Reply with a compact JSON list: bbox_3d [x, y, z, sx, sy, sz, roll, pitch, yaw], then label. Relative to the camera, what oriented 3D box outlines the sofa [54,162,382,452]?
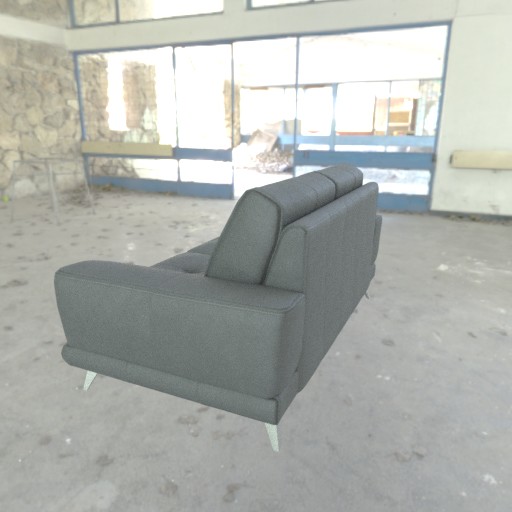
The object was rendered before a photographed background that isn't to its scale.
[{"bbox_3d":[0.000,0.000,2.348,1.018,0.907,1.806,7,18,24],"label":"sofa"}]
